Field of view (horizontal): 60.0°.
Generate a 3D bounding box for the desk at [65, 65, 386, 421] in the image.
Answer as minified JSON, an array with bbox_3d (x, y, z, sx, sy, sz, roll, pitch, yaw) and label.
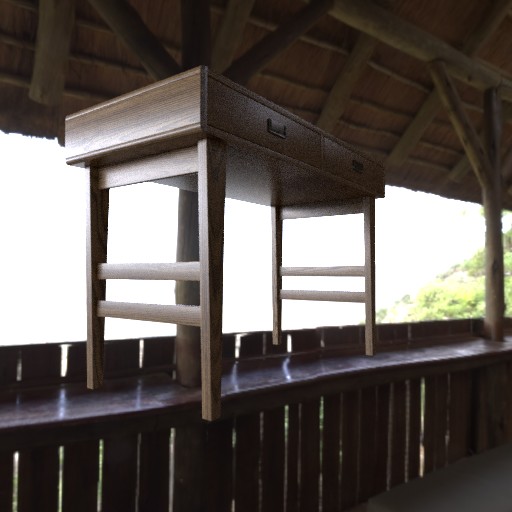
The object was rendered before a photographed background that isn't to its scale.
[{"bbox_3d":[0.000,0.000,1.477,0.508,0.755,1.067,-1,-2,36],"label":"desk"}]
